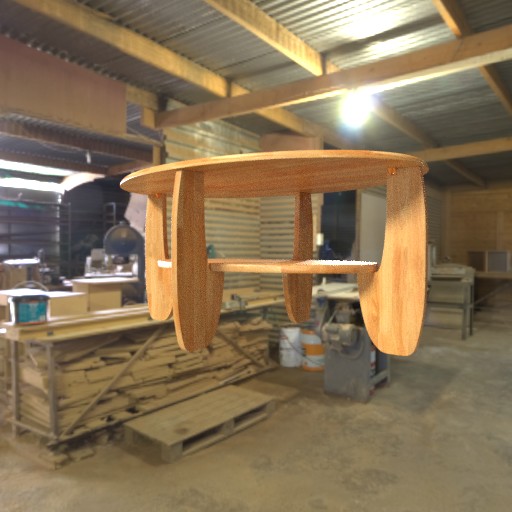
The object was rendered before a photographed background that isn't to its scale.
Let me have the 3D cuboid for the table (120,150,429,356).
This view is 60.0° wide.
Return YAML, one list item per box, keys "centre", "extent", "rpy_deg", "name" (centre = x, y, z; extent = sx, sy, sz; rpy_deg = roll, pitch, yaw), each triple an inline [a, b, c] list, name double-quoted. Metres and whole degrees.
- centre: [0.000, 0.000, 1.392]
  extent: [1.040, 0.490, 0.690]
  rpy_deg: [1, 1, 37]
  name: "table"
